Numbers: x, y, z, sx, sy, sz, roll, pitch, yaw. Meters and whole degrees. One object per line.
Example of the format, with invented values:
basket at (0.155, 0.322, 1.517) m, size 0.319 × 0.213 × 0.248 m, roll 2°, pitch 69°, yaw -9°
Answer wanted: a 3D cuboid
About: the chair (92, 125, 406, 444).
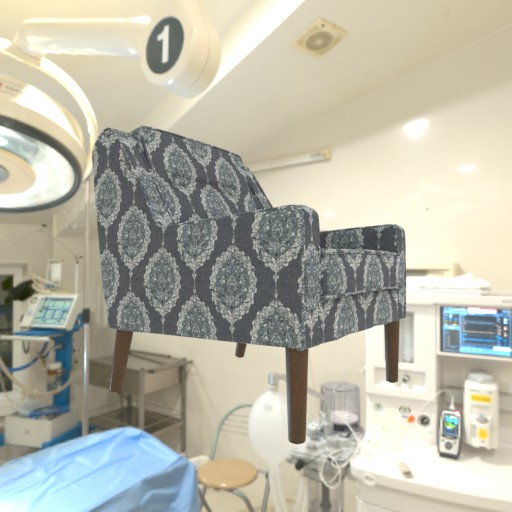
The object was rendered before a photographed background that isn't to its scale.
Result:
chair at (0.000, 0.000, 1.344) m, size 0.743 × 0.792 × 0.663 m, roll -1°, pitch -1°, yaw 36°
